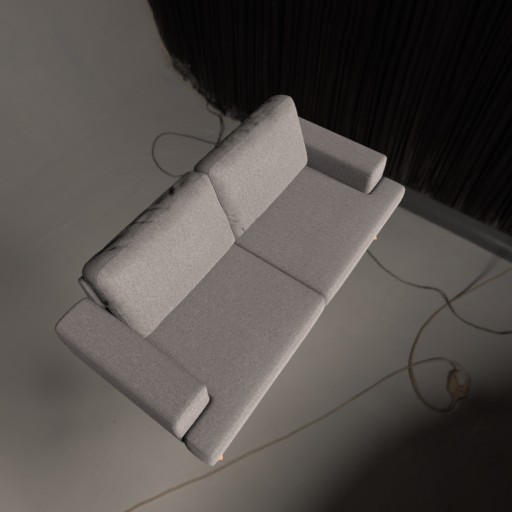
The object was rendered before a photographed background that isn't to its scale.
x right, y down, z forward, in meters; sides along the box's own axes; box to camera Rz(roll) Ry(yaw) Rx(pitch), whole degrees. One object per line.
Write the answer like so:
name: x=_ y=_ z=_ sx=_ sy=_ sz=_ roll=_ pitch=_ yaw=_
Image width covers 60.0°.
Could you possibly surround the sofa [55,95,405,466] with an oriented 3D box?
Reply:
sofa: x=0.000 y=0.000 z=2.070 sx=0.785 sy=0.810 sz=1.650 roll=31 pitch=61 yaw=19
